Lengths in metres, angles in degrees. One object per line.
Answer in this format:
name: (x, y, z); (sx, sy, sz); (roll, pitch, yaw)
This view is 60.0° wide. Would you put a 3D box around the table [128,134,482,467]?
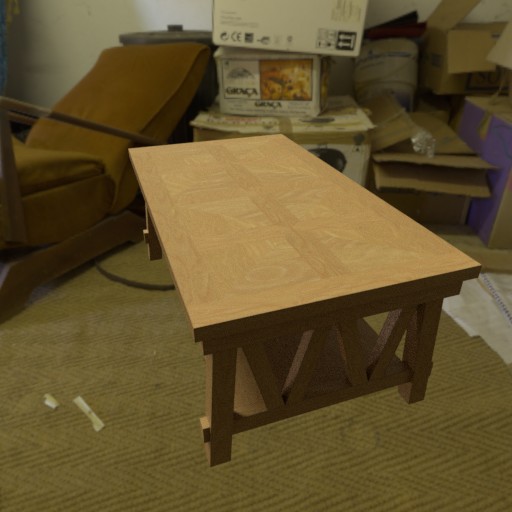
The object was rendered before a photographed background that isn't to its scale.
table: (0.000, 0.000, 1.615); (0.711, 0.507, 1.270); (-10, 32, -17)
